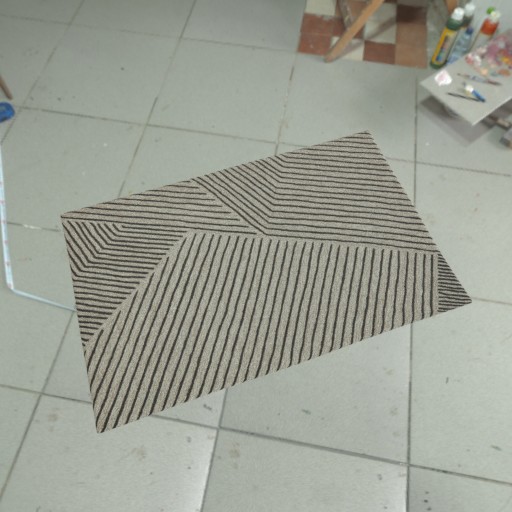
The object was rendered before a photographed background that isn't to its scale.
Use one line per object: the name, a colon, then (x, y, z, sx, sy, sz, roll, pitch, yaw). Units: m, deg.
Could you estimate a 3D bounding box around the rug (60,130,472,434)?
rug: (0.000, 0.000, 2.985, 2.406, 0.023, 1.539, -17, 64, -9)
